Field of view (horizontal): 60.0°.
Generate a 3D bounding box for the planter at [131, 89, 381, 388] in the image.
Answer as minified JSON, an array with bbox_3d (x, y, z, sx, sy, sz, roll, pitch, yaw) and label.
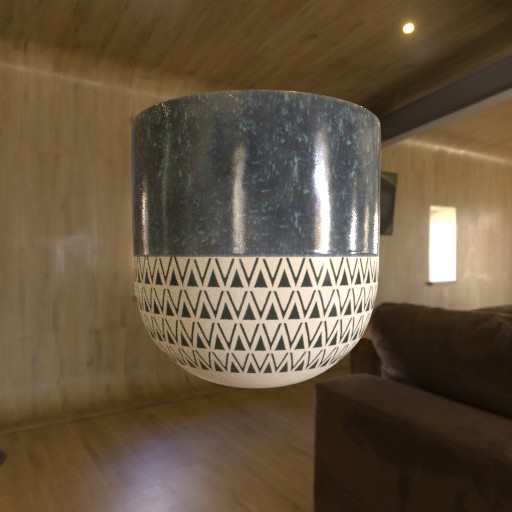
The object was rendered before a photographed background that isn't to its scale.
[{"bbox_3d":[0.000,0.000,0.490,0.266,0.270,0.266,0,0,0],"label":"planter"}]
